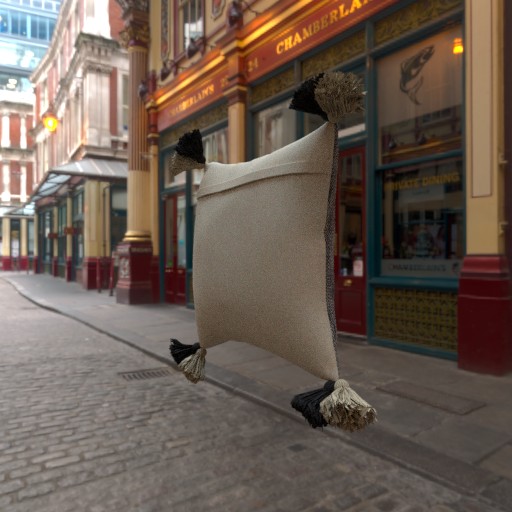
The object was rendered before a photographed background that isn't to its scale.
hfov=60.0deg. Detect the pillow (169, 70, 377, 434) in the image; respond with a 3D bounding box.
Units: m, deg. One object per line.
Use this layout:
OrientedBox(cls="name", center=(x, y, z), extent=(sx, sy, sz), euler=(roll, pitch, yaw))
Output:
OrientedBox(cls="pillow", center=(0.000, 0.000, 0.981), extent=(0.170, 0.659, 0.654), euler=(1, -1, -37))
